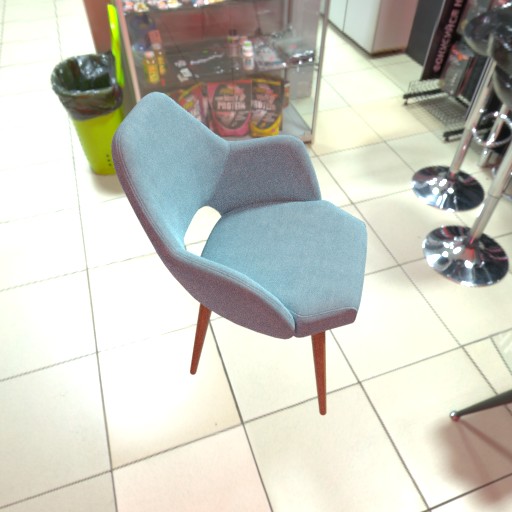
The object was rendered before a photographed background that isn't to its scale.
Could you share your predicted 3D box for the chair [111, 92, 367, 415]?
[{"bbox_3d":[0.000,0.000,1.274,0.610,0.840,0.590,10,49,9],"label":"chair"}]
